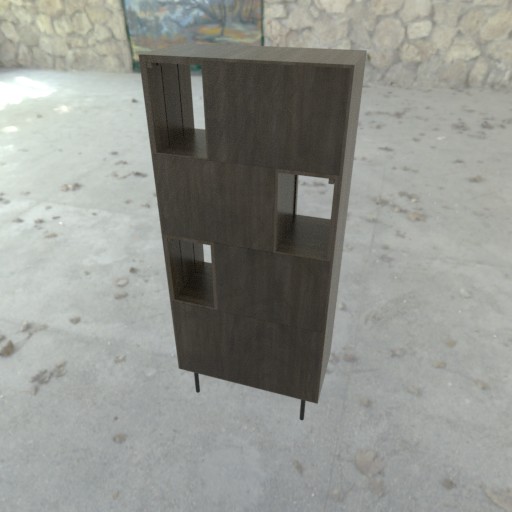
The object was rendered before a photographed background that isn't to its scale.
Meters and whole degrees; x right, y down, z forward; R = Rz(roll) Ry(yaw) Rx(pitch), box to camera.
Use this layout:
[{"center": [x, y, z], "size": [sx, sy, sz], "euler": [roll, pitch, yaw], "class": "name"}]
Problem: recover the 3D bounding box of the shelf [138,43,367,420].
[{"center": [0.000, 0.000, 1.835], "size": [0.670, 1.545, 0.323], "euler": [10, 33, 15], "class": "shelf"}]
